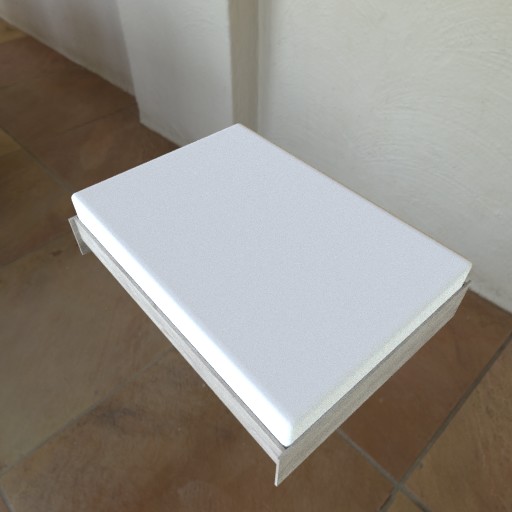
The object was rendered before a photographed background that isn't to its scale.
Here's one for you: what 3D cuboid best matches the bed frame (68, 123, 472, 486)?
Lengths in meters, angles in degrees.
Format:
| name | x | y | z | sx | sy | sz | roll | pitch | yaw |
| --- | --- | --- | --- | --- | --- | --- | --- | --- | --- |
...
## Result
| name | x | y | z | sx | sy | sz | roll | pitch | yaw |
| --- | --- | --- | --- | --- | --- | --- | --- | --- | --- |
| bed frame | 0.000 | 0.000 | 2.660 | 1.445 | 0.497 | 1.945 | -32 | 54 | -27 |
